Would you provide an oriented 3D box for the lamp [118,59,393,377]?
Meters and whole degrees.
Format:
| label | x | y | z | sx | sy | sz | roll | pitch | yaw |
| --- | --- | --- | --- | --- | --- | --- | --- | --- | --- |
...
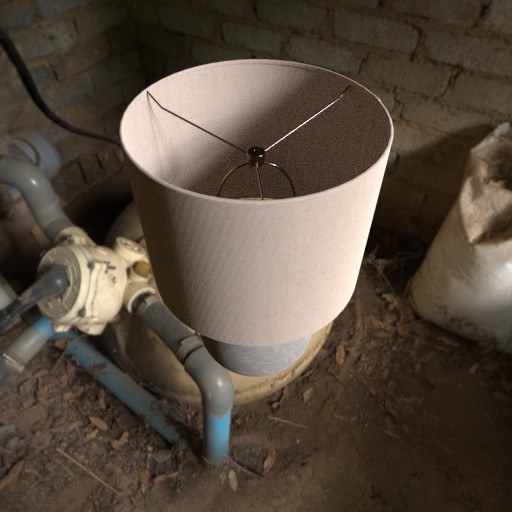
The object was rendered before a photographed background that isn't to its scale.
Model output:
| label | x | y | z | sx | sy | sz | roll | pitch | yaw |
| --- | --- | --- | --- | --- | --- | --- | --- | --- | --- |
| lamp | 0.000 | 0.000 | 0.591 | 0.269 | 0.409 | 0.269 | -4 | 47 | -4 |
